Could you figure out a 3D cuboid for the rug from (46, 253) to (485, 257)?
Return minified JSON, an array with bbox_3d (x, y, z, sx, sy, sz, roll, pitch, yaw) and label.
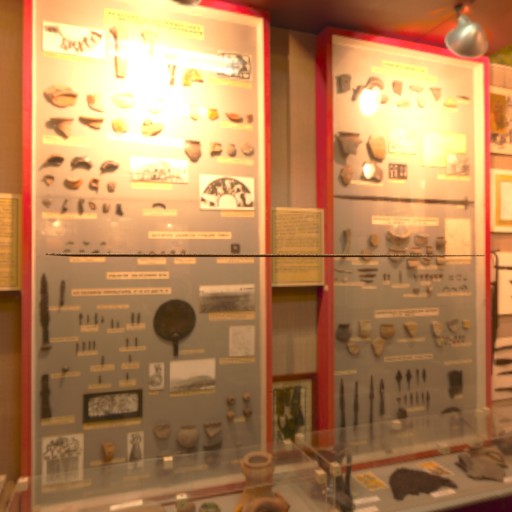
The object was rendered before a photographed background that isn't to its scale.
[{"bbox_3d":[0.000,0.000,3.034,2.428,0.007,1.519,0,0,-18],"label":"rug"}]
